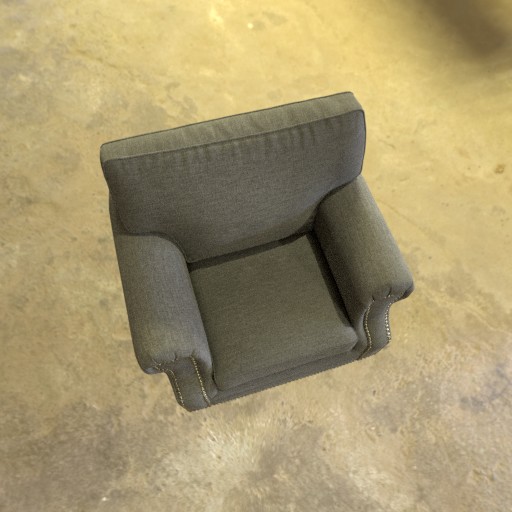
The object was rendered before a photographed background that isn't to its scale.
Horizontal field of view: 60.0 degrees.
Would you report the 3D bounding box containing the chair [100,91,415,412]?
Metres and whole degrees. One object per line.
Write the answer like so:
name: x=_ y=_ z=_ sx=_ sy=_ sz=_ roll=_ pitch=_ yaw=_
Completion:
chair: x=0.000 y=0.000 z=1.873 sx=1.092 sy=0.961 sz=0.965 roll=-15 pitch=64 yaw=-7
